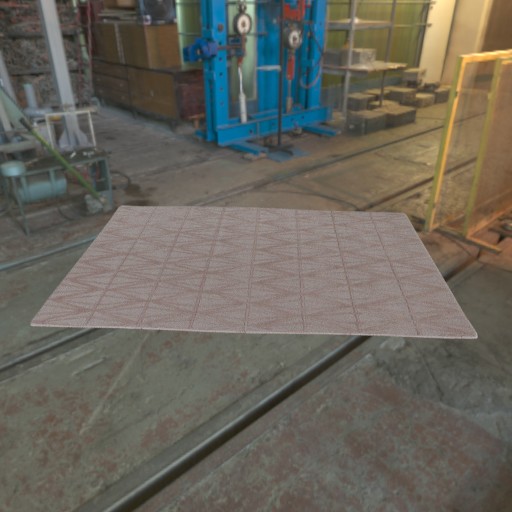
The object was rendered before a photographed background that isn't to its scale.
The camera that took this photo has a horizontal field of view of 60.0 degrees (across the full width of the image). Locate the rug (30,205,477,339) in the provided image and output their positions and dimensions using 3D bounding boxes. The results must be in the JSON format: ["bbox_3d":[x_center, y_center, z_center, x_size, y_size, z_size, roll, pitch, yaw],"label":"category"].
[{"bbox_3d":[0.000,0.000,2.329,1.837,0.025,1.230,1,30,2],"label":"rug"}]
